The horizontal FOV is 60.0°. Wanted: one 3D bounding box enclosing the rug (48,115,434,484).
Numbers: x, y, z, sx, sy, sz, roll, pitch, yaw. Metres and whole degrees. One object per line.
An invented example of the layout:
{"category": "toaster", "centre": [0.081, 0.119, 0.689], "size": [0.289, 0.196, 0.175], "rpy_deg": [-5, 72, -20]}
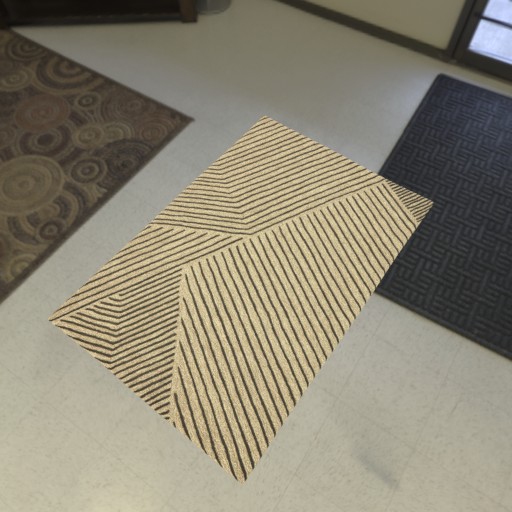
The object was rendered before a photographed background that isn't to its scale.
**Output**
{"category": "rug", "centre": [0.000, 0.000, 2.406], "size": [1.237, 0.019, 1.842], "rpy_deg": [33, 64, 18]}
